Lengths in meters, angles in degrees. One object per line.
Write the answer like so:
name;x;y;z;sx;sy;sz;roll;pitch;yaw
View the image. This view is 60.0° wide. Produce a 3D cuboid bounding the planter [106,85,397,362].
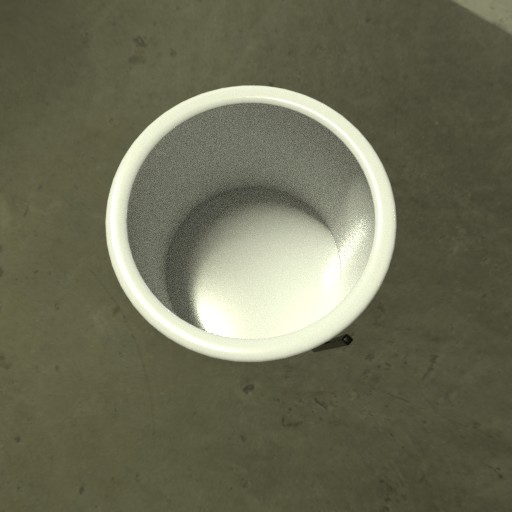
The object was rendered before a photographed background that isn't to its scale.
planter;0.000;0.000;0.505;0.239;0.356;0.239;20;77;5
